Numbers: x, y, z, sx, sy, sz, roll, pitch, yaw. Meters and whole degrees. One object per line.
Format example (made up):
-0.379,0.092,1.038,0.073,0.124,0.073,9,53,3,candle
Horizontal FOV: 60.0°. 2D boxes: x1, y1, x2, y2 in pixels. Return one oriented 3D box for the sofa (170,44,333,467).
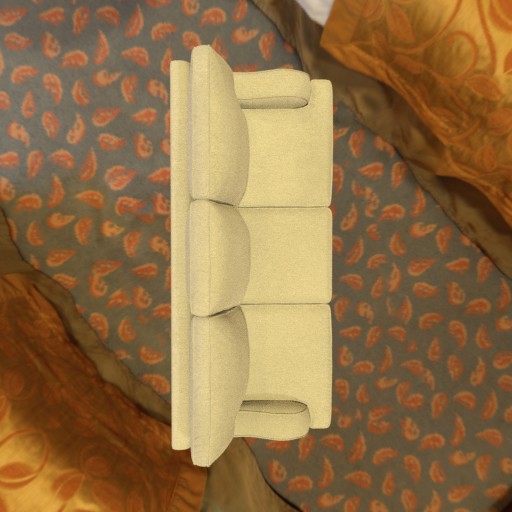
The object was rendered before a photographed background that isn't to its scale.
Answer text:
0.000,0.000,2.876,1.016,0.991,2.323,0,91,-2,sofa
